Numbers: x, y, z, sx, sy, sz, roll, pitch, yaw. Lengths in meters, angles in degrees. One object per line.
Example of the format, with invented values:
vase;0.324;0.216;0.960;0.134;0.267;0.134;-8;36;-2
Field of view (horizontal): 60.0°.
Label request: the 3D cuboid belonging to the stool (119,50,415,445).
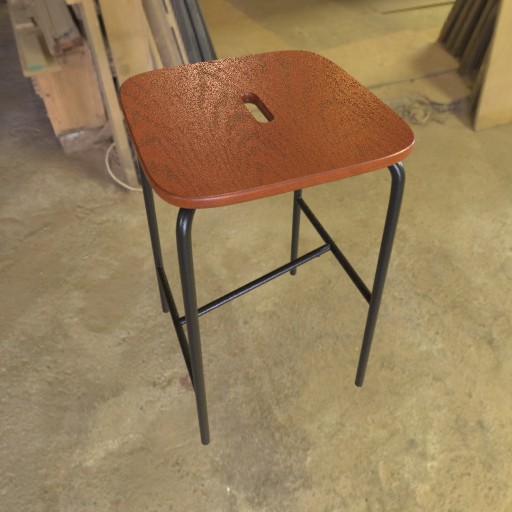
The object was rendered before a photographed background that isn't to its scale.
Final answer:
stool;0.000;0.000;0.850;0.376;0.610;0.376;-15;48;-14
